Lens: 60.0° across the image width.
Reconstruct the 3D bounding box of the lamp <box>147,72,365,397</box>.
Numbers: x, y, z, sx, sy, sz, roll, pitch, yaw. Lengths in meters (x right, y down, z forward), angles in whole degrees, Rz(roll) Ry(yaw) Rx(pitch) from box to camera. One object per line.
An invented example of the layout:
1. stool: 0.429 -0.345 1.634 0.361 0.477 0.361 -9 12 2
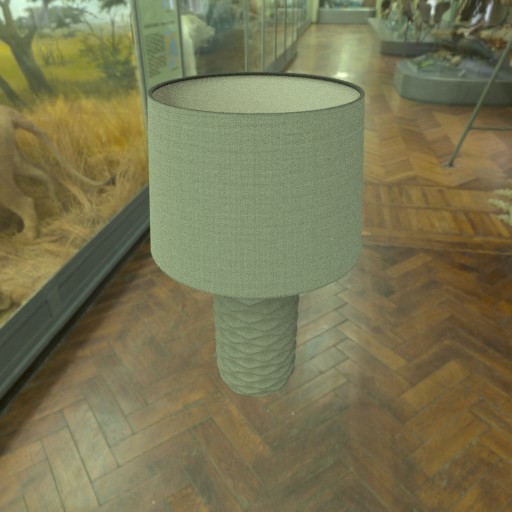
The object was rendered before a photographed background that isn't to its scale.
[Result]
1. lamp: 0.000 0.000 0.827 0.376 0.594 0.376 0 31 0
